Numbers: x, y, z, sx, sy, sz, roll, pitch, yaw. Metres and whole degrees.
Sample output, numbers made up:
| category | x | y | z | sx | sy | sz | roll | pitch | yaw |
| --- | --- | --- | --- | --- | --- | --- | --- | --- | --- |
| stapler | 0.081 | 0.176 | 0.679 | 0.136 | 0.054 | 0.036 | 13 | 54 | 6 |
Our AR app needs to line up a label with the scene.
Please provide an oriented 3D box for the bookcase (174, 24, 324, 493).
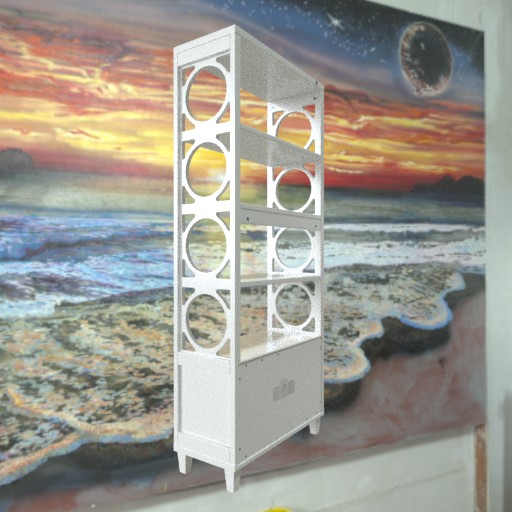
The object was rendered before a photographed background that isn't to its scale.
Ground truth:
| category | x | y | z | sx | sy | sz | roll | pitch | yaw |
| --- | --- | --- | --- | --- | --- | --- | --- | --- | --- |
| bookcase | 0.000 | 0.000 | 2.116 | 0.361 | 1.869 | 0.761 | 0 | 0 | 35 |
